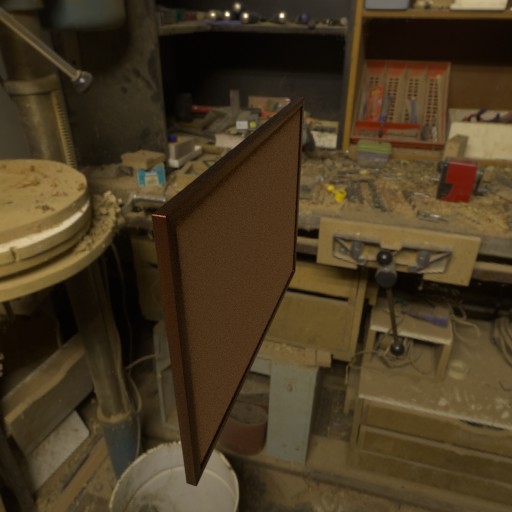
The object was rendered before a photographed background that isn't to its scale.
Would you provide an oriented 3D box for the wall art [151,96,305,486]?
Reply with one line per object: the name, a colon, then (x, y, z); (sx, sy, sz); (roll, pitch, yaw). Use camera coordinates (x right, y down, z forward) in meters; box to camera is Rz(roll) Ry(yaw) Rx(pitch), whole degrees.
wall art: (0.000, 0.000, 0.554); (0.012, 0.304, 0.431); (9, 32, 15)
